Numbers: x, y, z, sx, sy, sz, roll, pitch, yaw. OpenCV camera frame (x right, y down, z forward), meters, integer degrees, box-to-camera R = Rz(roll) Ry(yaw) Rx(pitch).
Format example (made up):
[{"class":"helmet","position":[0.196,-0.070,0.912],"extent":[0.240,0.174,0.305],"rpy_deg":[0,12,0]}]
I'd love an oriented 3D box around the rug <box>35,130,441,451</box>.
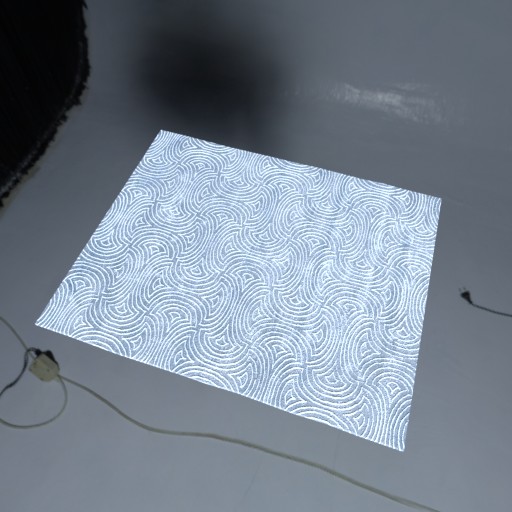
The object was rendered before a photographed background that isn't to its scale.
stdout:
[{"class":"rug","position":[0.000,0.000,4.024],"extent":[3.042,0.021,2.456],"rpy_deg":[16,59,10]}]
